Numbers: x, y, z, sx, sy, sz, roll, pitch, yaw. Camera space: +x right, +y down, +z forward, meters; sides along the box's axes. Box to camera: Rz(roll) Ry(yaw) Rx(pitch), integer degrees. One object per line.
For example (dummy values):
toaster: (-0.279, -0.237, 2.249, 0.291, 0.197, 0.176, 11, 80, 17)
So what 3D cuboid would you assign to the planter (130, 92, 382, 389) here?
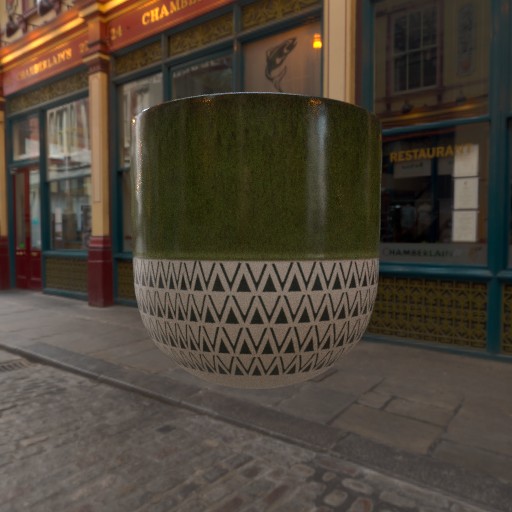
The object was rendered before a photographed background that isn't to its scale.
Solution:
planter: (0.000, 0.000, 0.489, 0.266, 0.270, 0.266, 0, 2, 0)
